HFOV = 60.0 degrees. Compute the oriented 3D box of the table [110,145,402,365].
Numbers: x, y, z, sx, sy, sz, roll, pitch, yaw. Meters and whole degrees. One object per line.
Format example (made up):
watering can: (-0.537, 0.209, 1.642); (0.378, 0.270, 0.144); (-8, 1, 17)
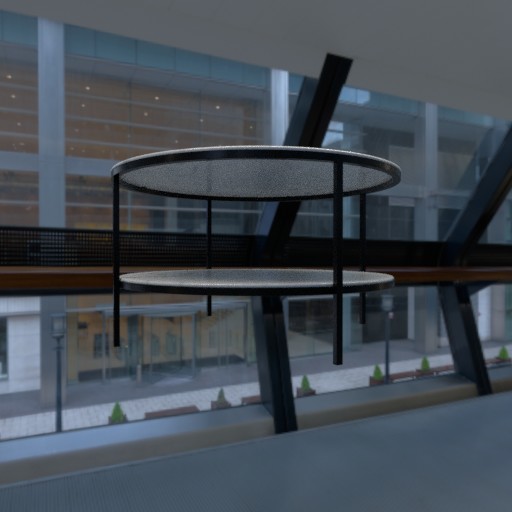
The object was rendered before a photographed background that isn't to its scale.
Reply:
table: (0.000, 0.000, 1.284); (0.800, 0.450, 0.800); (0, 1, 0)
